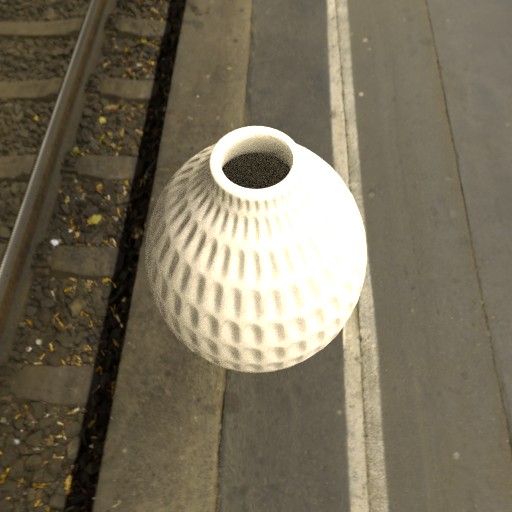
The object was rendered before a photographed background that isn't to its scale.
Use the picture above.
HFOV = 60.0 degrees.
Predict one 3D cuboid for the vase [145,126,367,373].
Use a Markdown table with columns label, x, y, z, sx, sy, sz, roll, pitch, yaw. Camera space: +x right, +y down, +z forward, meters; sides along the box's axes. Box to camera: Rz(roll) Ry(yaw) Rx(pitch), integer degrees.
| label | x | y | z | sx | sy | sz | roll | pitch | yaw |
| --- | --- | --- | --- | --- | --- | --- | --- | --- | --- |
| vase | 0.000 | 0.000 | 0.332 | 0.162 | 0.223 | 0.162 | 0 | 62 | 0 |
